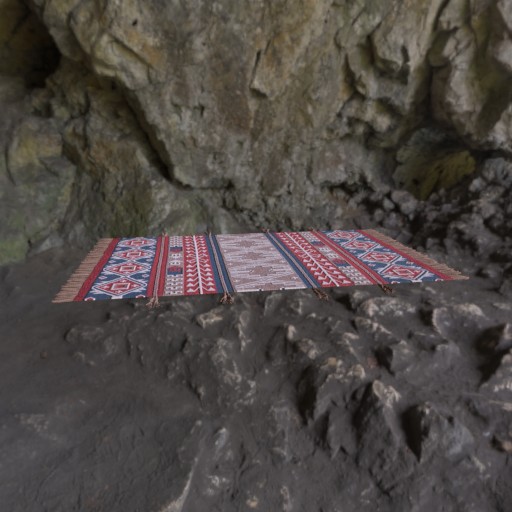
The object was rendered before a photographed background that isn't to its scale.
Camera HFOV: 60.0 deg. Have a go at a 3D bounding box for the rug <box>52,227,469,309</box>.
[{"bbox_3d":[0.000,0.000,2.671,2.025,0.040,1.469,-2,15,-9],"label":"rug"}]
